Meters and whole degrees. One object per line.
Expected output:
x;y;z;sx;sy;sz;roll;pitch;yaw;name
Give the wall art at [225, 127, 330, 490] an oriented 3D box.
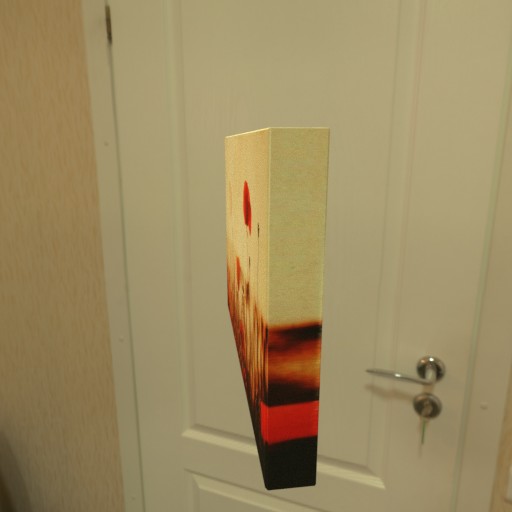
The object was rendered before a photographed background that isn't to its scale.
0.000;0.000;0.473;0.037;0.251;0.383;-2;14;-7;wall art
